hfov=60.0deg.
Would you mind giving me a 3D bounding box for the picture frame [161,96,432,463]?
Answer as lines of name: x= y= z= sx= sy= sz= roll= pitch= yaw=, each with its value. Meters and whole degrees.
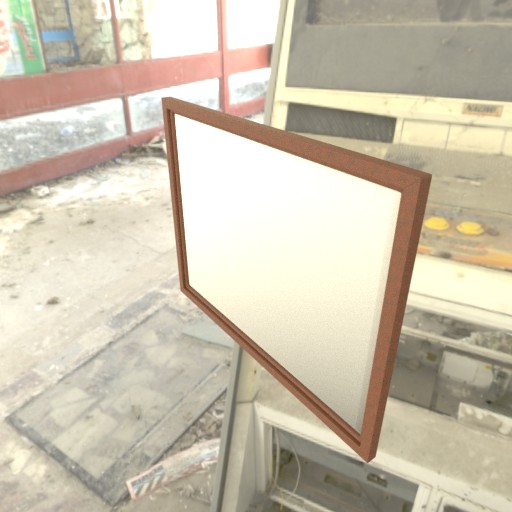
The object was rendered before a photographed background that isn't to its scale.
picture frame: x=0.000 y=0.000 z=1.743 sx=0.045 sy=1.018 sz=1.329 roll=-20 pitch=35 yaw=-32
